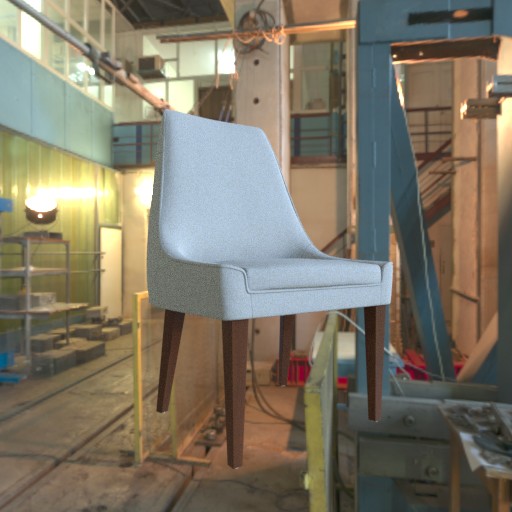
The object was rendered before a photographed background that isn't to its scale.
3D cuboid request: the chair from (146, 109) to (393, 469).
[{"bbox_3d":[0.000,0.000,1.215,0.529,0.861,0.544,0,0,-35],"label":"chair"}]
